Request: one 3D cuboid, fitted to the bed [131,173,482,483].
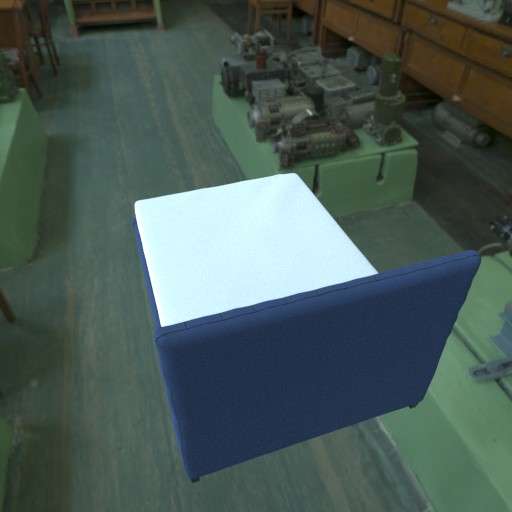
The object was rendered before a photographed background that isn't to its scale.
[{"bbox_3d":[0.000,0.000,3.365,1.706,1.427,2.387,-13,42,-14],"label":"bed"}]
